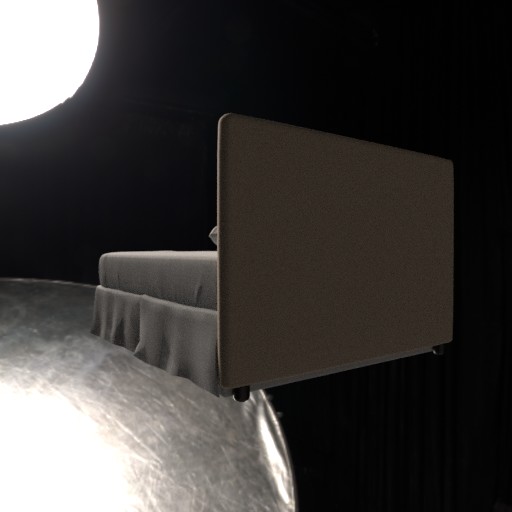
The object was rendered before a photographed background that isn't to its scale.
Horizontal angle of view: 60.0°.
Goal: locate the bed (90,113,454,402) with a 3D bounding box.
[{"bbox_3d":[0.000,0.000,3.342,1.884,1.330,2.142,0,1,-36],"label":"bed"}]
